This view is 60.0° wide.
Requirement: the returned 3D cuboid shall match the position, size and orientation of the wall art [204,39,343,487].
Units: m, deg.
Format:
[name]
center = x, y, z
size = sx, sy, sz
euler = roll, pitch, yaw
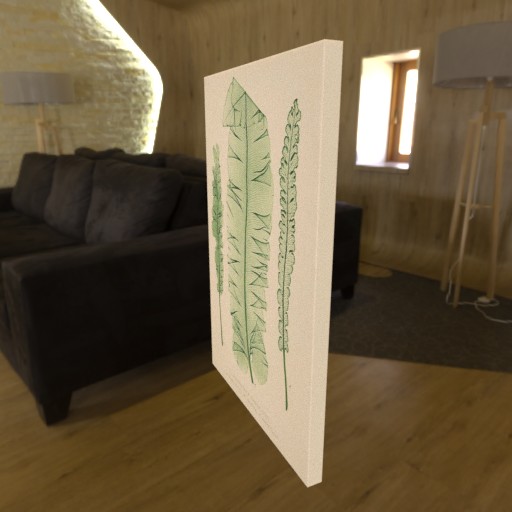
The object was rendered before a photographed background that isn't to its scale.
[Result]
[wall art]
center = 0.000, 0.000, 1.139
size = 0.038, 0.914, 0.610
euler = -7, 17, -25
